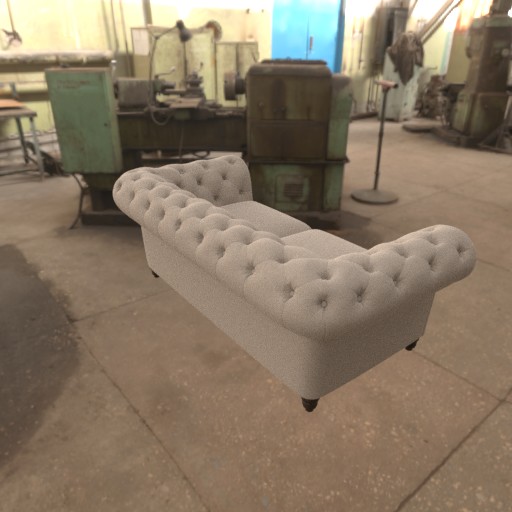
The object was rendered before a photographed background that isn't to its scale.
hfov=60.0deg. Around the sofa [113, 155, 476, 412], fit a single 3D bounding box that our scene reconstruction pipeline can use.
[{"bbox_3d":[0.000,0.000,2.511,0.986,0.764,1.998,-18,31,-33],"label":"sofa"}]
